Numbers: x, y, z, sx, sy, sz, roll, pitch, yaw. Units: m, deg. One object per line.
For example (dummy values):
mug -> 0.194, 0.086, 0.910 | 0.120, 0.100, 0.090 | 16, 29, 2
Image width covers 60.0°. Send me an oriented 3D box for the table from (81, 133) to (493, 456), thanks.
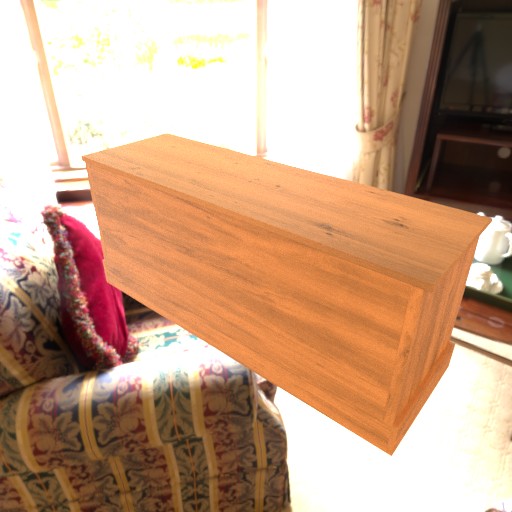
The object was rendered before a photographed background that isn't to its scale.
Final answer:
table -> 0.000, 0.000, 1.422 | 1.200, 0.510, 0.400 | 23, 38, 33
